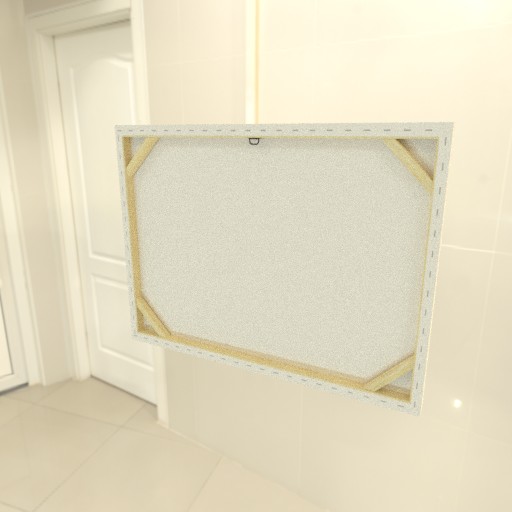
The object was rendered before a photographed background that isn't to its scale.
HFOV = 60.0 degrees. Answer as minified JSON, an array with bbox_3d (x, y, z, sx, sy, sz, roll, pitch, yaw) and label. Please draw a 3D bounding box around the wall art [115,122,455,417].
[{"bbox_3d":[0.000,0.000,1.335,1.016,0.762,0.038,8,17,26],"label":"wall art"}]
